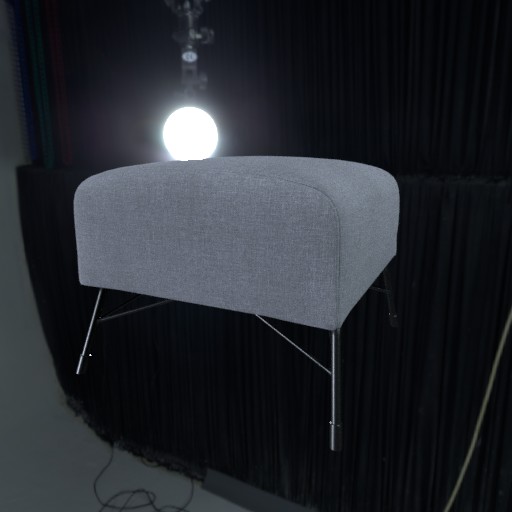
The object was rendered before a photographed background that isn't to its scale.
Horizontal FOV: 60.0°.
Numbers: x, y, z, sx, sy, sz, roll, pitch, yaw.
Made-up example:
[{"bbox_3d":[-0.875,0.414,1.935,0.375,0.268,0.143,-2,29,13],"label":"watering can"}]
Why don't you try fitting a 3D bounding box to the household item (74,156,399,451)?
[{"bbox_3d":[0.000,0.000,0.933,0.530,0.410,0.530,7,15,25],"label":"household item"}]
